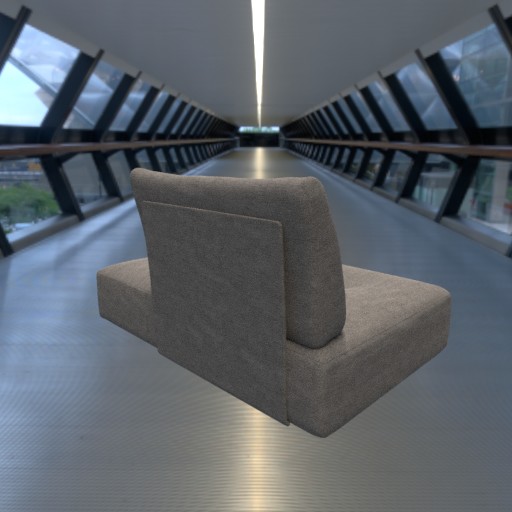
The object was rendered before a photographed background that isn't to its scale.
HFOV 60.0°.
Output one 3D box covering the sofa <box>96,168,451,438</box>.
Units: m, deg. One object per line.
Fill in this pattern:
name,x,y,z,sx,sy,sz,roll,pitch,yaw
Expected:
sofa,0.000,0.000,2.038,1.450,0.820,1.002,13,19,43
